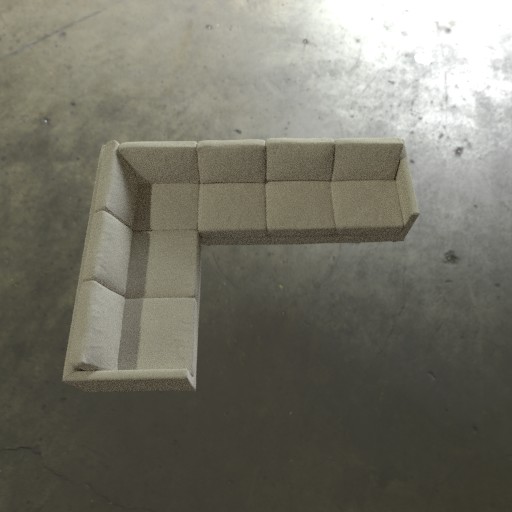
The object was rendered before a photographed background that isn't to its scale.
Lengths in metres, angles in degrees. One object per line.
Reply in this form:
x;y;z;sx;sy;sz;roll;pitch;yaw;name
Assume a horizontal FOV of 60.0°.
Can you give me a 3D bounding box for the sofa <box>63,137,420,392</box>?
0.000;0.000;4.322;3.182;0.863;2.432;-1;64;-1;sofa
